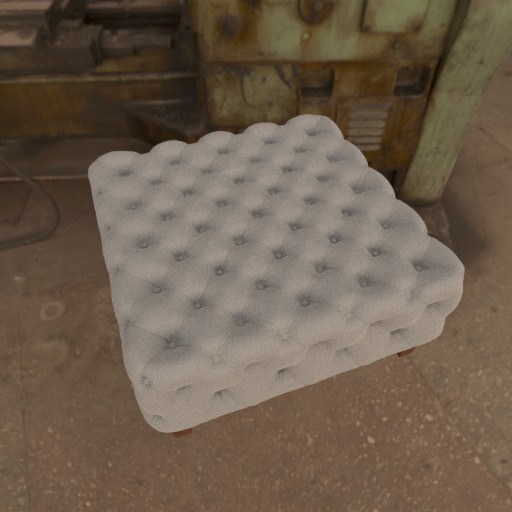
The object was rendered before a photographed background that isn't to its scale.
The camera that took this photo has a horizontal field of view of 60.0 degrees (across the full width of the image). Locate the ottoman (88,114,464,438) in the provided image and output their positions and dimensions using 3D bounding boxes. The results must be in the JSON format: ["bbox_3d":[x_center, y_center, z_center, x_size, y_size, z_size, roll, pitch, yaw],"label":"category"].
[{"bbox_3d":[0.000,0.000,1.446,0.917,0.439,0.911,-15,50,-14],"label":"ottoman"}]
